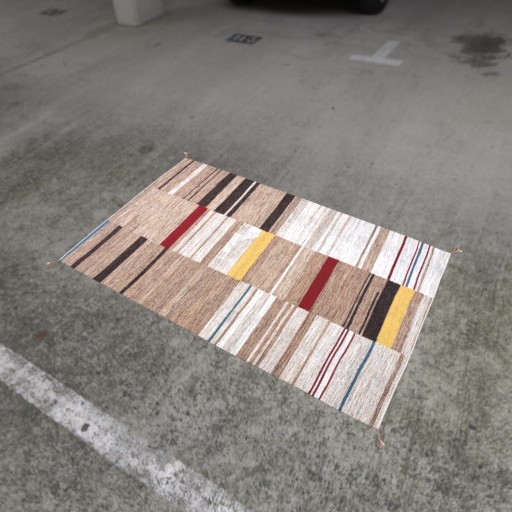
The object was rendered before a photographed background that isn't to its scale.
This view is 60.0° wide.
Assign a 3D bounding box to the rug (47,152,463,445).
[{"bbox_3d":[0.000,0.000,2.414,1.918,0.007,1.268,23,50,21],"label":"rug"}]
